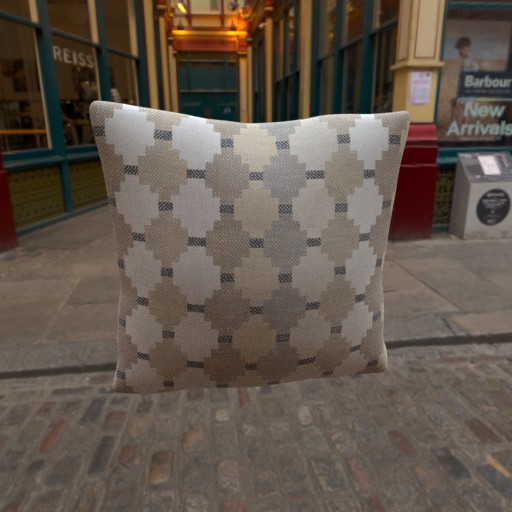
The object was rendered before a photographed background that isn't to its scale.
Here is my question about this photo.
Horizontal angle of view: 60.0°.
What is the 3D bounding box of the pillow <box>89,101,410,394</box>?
[{"bbox_3d":[0.000,0.000,0.849,0.578,0.558,0.192,-3,17,-8],"label":"pillow"}]
